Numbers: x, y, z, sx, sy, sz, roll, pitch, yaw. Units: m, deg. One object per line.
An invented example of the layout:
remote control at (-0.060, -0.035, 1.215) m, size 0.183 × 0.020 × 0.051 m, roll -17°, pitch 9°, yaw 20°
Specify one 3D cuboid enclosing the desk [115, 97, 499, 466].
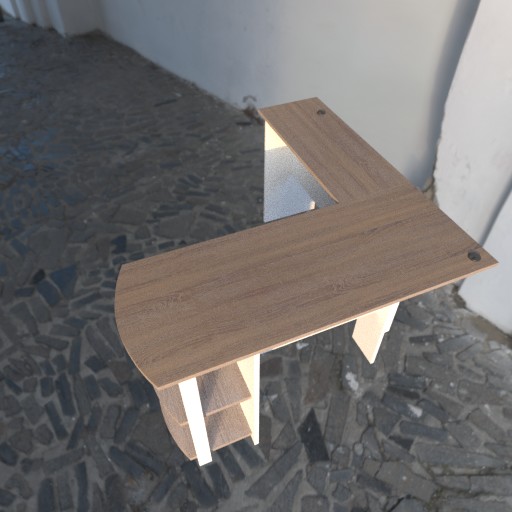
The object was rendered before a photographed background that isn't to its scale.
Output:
desk at (0.000, 0.000, 2.090) m, size 1.303 × 0.716 × 1.361 m, roll -17°, pitch 48°, yaw -16°
